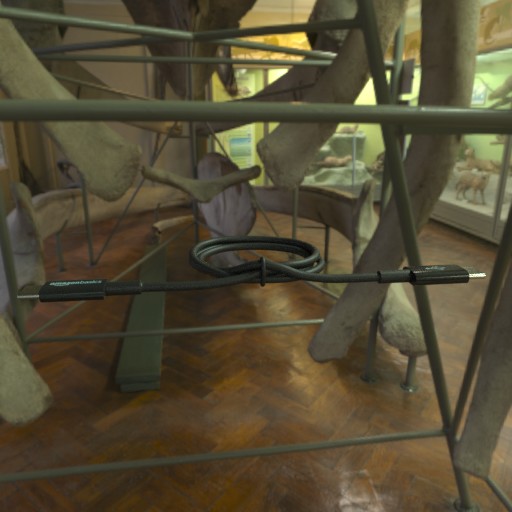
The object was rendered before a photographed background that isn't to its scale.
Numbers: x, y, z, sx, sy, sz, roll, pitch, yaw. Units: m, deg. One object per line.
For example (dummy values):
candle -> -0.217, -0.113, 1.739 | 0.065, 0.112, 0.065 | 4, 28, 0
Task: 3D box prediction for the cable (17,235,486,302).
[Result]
cable -> 0.000, 0.000, 0.221 | 0.203, 0.014, 0.070 | -2, 18, -7
